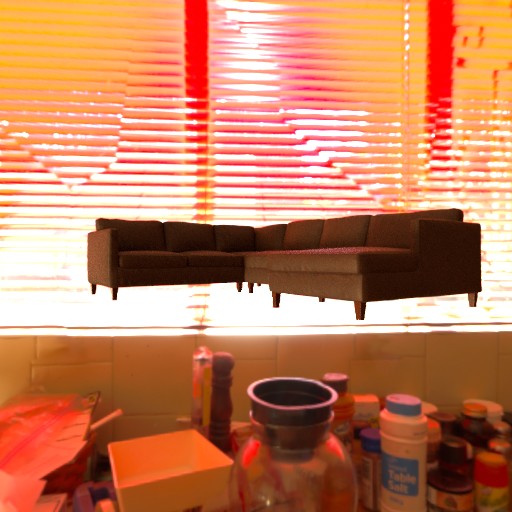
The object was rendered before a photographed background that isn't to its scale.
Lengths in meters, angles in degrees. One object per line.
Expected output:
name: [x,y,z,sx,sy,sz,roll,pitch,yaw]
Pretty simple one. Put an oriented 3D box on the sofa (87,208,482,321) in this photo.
sofa: [0.000,0.000,4.618,2.593,0.923,3.460,0,0,-35]
